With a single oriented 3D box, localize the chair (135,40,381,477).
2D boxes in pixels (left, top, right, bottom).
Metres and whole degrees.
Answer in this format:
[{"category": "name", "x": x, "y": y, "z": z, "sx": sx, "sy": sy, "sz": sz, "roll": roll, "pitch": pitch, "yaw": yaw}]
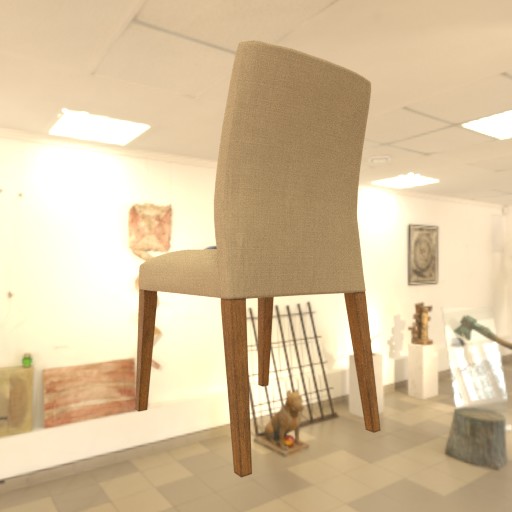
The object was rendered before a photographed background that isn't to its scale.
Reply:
[{"category": "chair", "x": 0.000, "y": 0.000, "z": 1.279, "sx": 0.496, "sy": 0.940, "sz": 0.585, "roll": 1, "pitch": -1, "yaw": -36}]
